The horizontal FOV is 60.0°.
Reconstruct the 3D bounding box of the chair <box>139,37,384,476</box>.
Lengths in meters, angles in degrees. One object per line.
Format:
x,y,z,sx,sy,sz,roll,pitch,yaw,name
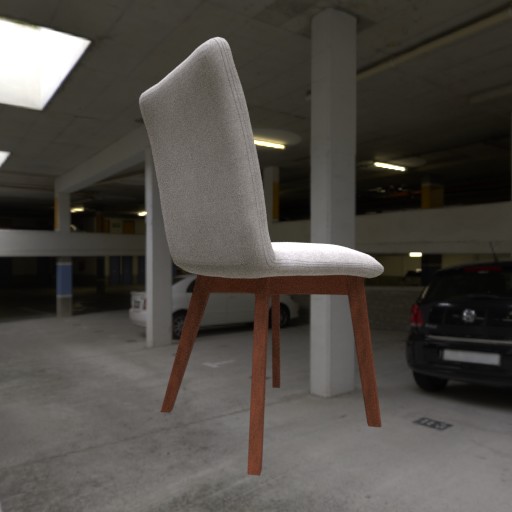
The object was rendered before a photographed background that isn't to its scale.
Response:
0.000,0.000,1.295,0.563,0.974,0.522,0,1,-36,chair
